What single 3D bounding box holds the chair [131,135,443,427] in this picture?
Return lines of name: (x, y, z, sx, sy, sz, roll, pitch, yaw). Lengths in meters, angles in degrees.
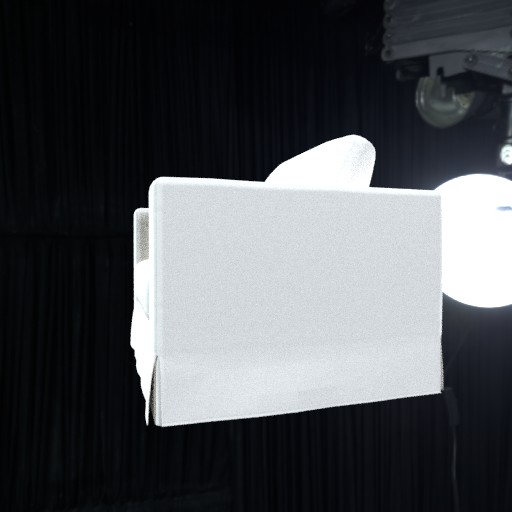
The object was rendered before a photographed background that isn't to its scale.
chair: (0.000, 0.000, 1.827, 0.957, 0.878, 1.150, 0, 1, -18)
